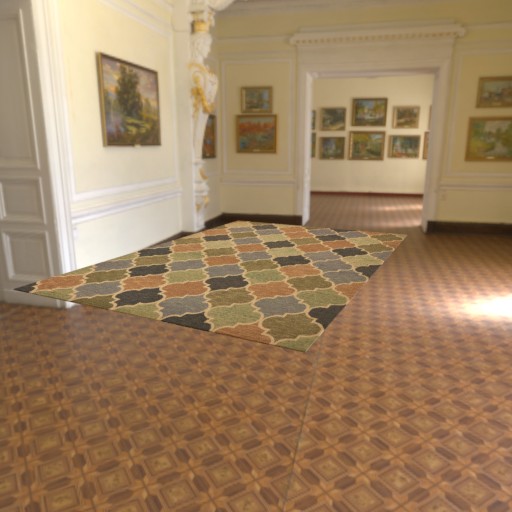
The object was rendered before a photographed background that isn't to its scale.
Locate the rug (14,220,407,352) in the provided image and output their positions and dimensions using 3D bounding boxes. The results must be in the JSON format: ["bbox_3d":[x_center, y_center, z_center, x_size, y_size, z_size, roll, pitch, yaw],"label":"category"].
[{"bbox_3d":[0.000,0.000,2.839,1.521,0.006,2.284,7,16,26],"label":"rug"}]
